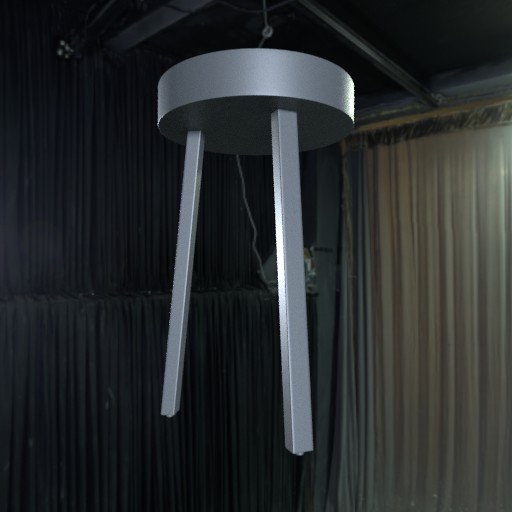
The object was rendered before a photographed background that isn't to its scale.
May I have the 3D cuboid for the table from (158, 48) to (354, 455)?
[{"bbox_3d":[0.000,0.000,0.937,0.406,0.686,0.406,-1,-1,37],"label":"table"}]
